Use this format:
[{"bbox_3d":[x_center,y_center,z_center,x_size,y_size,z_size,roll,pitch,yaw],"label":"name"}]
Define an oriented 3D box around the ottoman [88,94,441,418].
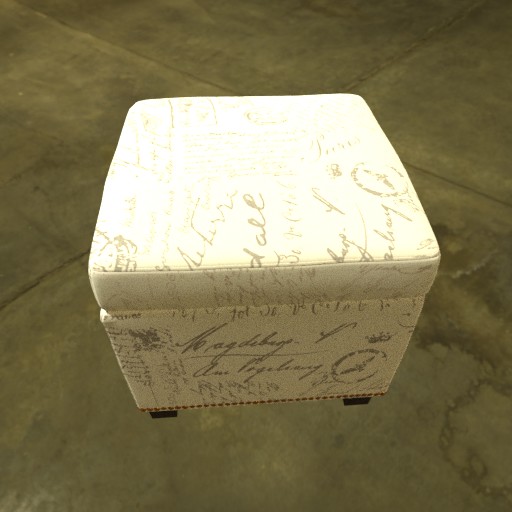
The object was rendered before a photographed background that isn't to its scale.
[{"bbox_3d":[0.000,0.000,0.827,0.450,0.457,0.449,-3,45,-3],"label":"ottoman"}]
